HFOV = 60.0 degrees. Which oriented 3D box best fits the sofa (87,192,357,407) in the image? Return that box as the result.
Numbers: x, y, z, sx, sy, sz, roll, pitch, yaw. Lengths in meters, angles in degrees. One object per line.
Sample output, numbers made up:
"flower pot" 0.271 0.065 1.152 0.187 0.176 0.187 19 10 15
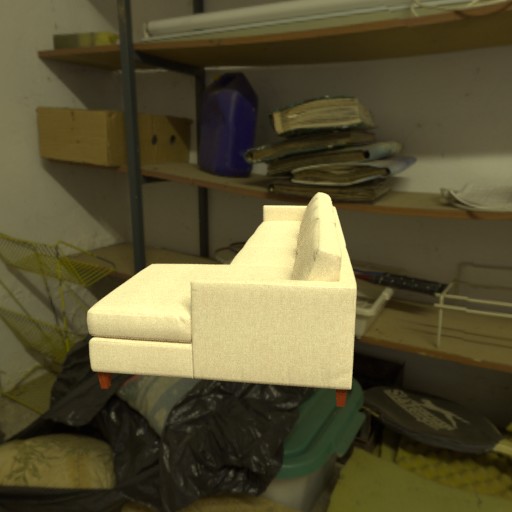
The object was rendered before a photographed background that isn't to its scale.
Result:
"sofa" 0.000 0.000 4.195 1.603 0.954 3.471 2 14 8
